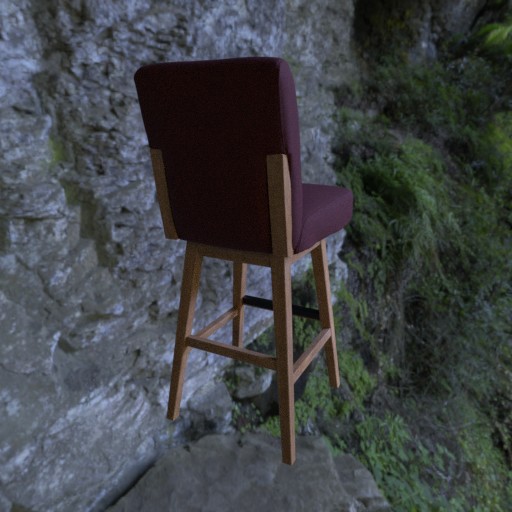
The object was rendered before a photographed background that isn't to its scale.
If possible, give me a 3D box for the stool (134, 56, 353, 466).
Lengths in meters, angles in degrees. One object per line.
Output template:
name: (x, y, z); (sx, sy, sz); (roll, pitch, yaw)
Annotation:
stool: (0.000, 0.000, 1.400); (0.468, 1.093, 0.562); (9, 20, 26)
